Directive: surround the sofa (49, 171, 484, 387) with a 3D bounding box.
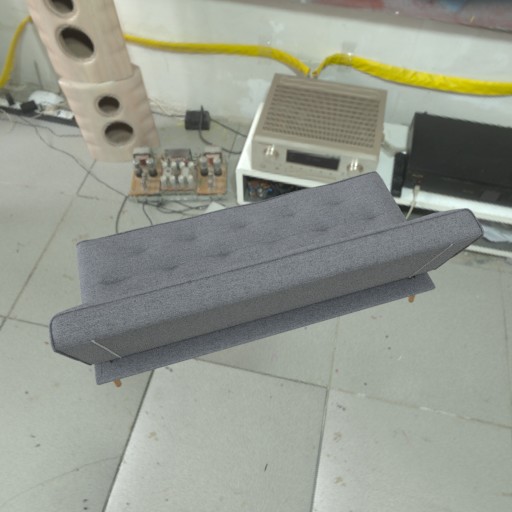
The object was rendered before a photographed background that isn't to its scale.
[{"bbox_3d":[0.000,0.000,2.288,1.820,0.830,0.810,-14,59,-9],"label":"sofa"}]
